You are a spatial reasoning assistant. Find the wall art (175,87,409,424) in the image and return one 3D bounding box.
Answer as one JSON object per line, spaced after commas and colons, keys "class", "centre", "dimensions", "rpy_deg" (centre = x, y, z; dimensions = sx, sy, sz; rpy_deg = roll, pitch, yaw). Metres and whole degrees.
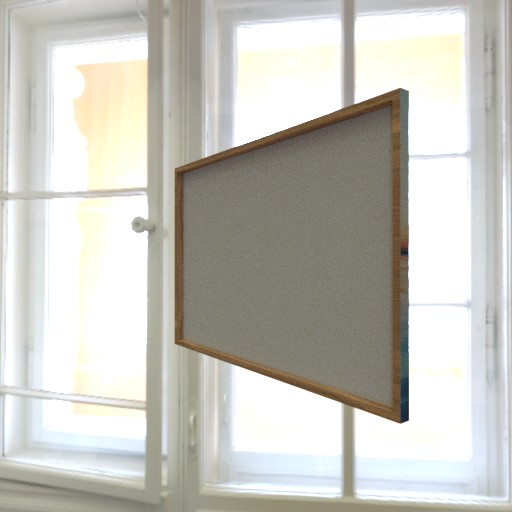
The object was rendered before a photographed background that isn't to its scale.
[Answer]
{"class": "wall art", "centre": [0.000, 0.000, 1.462], "dimensions": [0.034, 0.756, 1.137], "rpy_deg": [0, 0, -36]}
